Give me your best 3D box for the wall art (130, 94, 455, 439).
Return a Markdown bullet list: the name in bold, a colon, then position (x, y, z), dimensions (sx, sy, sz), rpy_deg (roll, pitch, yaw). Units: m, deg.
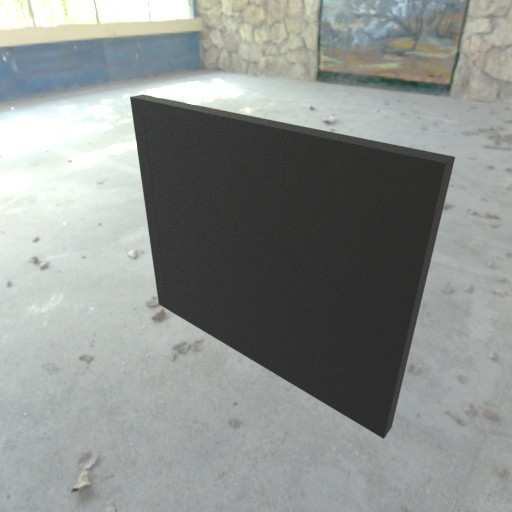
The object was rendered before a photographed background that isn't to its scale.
- **wall art**: position (0.000, 0.000, 0.757), dimensions (0.558, 0.457, 0.029), rpy_deg (23, 38, 33)
